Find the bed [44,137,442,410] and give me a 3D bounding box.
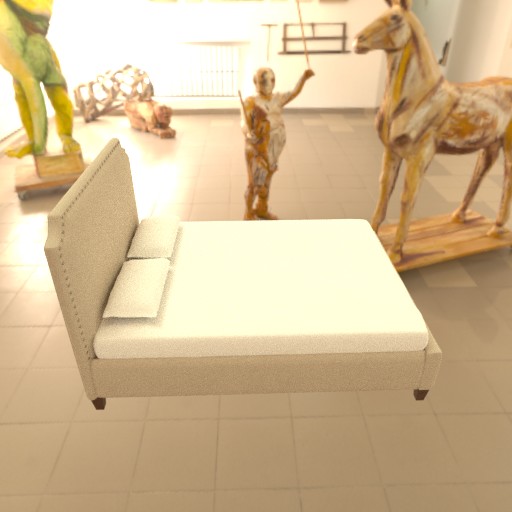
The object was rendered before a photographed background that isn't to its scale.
[{"bbox_3d":[0.000,0.000,3.402,2.372,1.443,1.713,-1,31,-2],"label":"bed"}]
